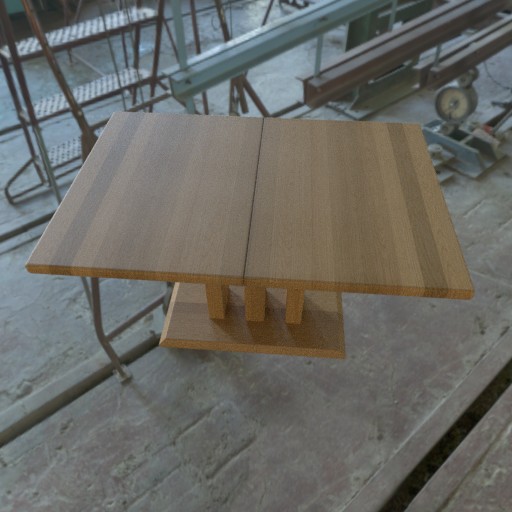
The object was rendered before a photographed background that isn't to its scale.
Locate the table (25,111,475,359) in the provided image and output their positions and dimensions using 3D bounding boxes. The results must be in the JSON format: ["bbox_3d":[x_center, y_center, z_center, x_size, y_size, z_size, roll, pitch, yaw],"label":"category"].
[{"bbox_3d":[0.000,0.000,1.851,1.300,0.770,0.900,3,47,3],"label":"table"}]
